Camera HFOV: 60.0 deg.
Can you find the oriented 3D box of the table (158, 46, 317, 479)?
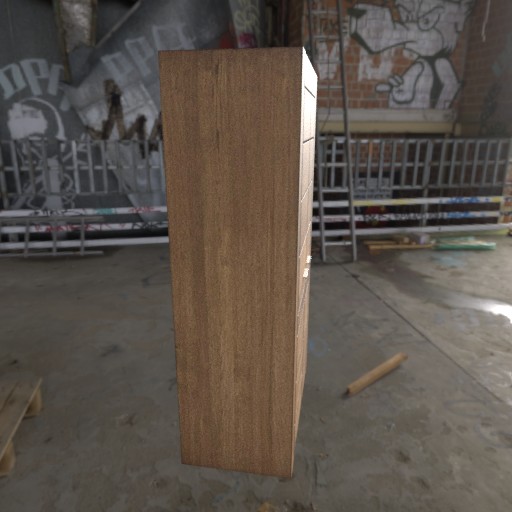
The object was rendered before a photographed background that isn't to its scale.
[{"bbox_3d":[0.000,0.000,2.522,0.600,2.000,1.100,3,17,10],"label":"table"}]
